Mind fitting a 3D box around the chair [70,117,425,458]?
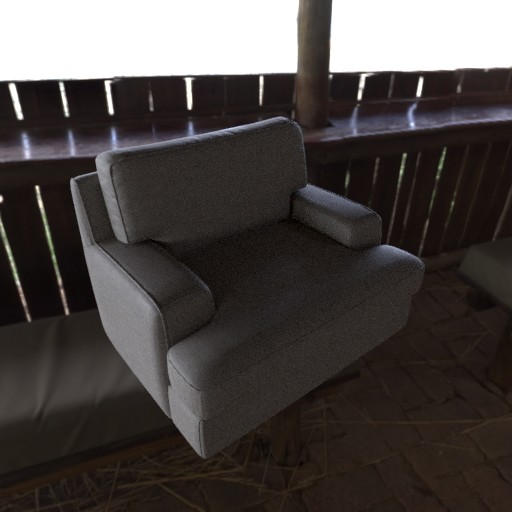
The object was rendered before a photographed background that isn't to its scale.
[{"bbox_3d":[0.000,0.000,2.007,1.270,0.974,1.043,-22,37,-33],"label":"chair"}]
